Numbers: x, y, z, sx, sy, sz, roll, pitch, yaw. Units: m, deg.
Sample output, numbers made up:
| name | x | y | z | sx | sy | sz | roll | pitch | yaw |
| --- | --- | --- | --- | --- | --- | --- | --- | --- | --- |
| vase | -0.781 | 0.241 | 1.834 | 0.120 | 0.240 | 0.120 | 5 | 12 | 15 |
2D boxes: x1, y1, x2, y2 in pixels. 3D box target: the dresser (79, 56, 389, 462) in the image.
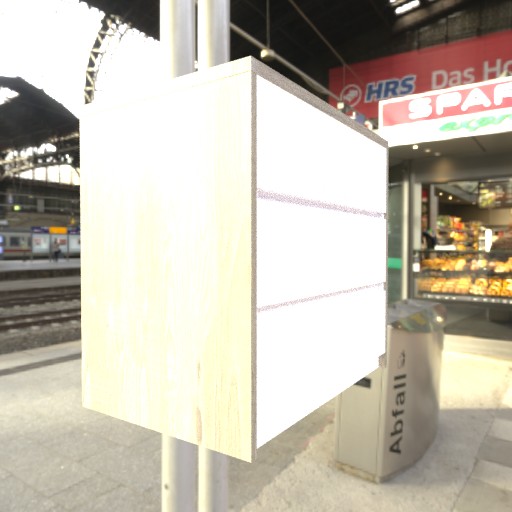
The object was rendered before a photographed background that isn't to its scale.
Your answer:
| name | x | y | z | sx | sy | sz | roll | pitch | yaw |
| --- | --- | --- | --- | --- | --- | --- | --- | --- | --- |
| dresser | 0.000 | 0.000 | 1.312 | 0.529 | 0.762 | 0.809 | 1 | 1 | 34 |
